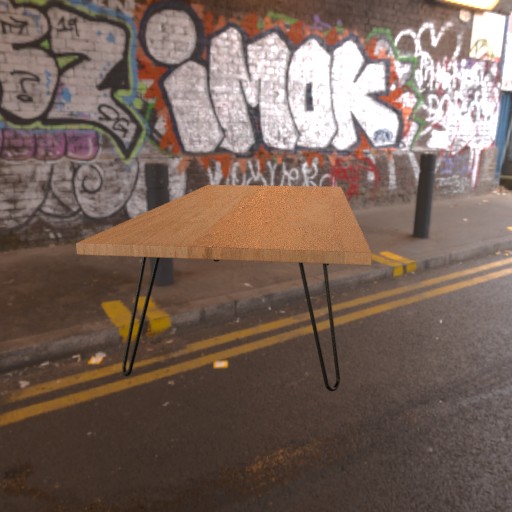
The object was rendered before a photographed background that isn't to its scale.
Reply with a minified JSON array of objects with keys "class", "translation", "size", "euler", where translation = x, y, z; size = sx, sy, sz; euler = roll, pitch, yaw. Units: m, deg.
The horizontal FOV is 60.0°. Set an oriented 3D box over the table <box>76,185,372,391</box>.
[{"class":"table","translation":[0.000,0.000,1.723],"size":[0.699,0.400,1.348],"euler":[2,15,7]}]
